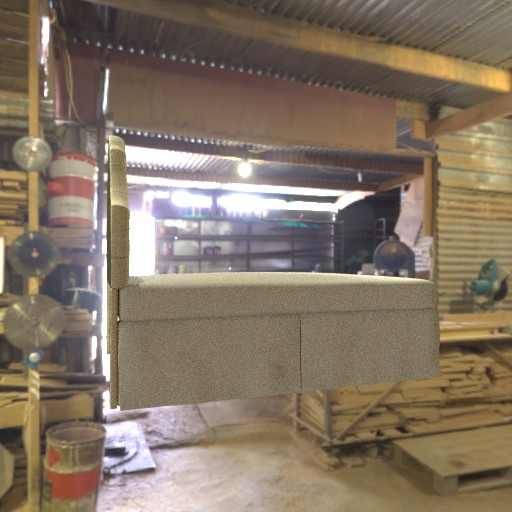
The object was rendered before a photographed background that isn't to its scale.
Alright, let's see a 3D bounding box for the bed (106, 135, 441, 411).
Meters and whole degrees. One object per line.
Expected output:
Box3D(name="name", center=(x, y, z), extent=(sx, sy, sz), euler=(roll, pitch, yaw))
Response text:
Box3D(name="bed", center=(0.000, 0.000, 3.298), extent=(2.092, 1.575, 1.627), euler=(0, -1, -19))
